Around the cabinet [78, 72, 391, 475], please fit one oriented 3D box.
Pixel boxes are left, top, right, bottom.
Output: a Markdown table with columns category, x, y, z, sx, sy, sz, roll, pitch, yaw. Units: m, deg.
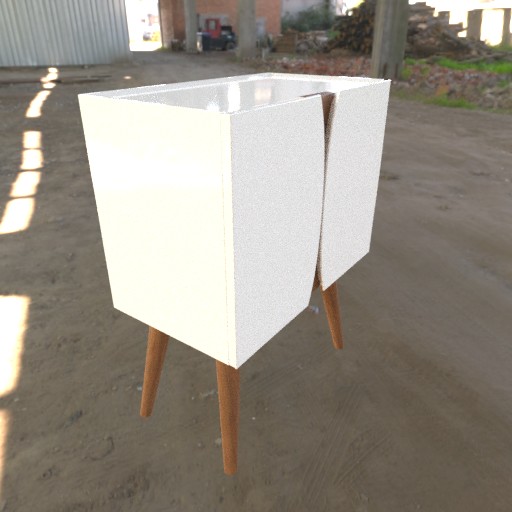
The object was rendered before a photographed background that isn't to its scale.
| category | x | y | z | sx | sy | sz | roll | pitch | yaw |
| --- | --- | --- | --- | --- | --- | --- | --- | --- | --- |
| cabinet | 0.000 | 0.000 | 1.071 | 0.344 | 0.772 | 0.591 | 18 | 32 | 32 |
